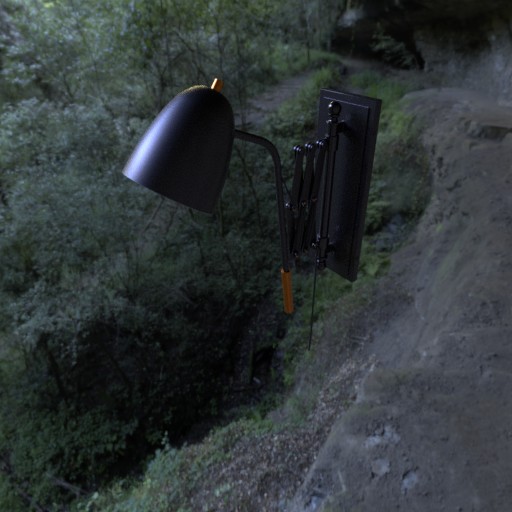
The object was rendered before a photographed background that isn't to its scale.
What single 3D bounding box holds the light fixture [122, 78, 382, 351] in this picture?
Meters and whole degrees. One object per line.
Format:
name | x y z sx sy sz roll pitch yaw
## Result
light fixture | 0.000 0.000 0.928 0.499 0.715 0.162 -22 38 -32
